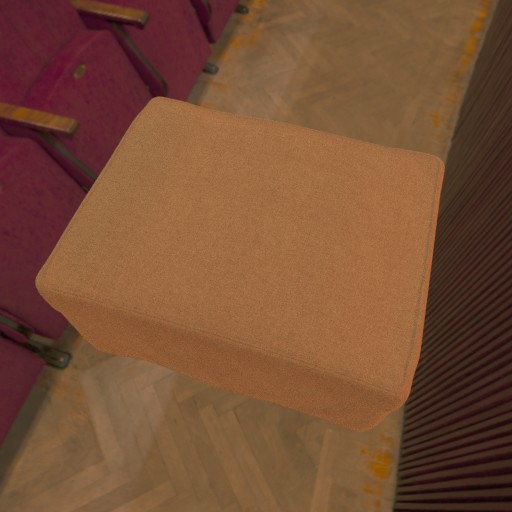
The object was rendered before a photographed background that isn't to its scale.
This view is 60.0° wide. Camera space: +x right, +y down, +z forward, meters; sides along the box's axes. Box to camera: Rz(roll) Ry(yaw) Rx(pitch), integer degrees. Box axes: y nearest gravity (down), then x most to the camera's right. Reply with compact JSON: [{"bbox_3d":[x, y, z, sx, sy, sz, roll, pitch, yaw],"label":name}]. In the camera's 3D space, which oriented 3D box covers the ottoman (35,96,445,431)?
[{"bbox_3d":[0.000,0.000,1.208,0.833,0.485,0.650,15,61,8],"label":"ottoman"}]
